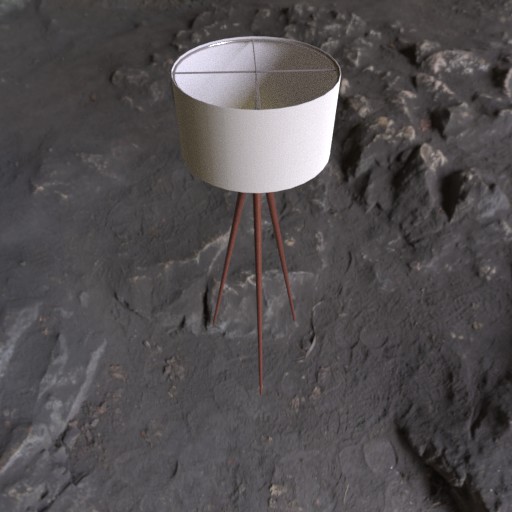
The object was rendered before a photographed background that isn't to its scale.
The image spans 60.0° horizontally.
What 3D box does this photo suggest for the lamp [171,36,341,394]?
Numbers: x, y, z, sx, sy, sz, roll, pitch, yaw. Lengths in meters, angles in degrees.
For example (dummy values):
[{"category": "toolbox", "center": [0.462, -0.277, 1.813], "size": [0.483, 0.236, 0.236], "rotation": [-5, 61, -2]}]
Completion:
[{"category": "lamp", "center": [0.000, 0.000, 1.829], "size": [0.483, 1.553, 0.483], "rotation": [-2, 46, -2]}]
